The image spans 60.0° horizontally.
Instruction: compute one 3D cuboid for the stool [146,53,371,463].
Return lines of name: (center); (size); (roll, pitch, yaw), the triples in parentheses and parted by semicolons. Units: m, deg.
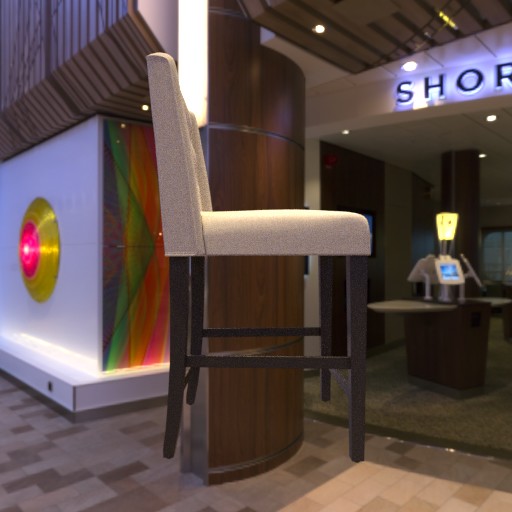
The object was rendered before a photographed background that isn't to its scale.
stool: (0.000, 0.000, 1.221); (0.509, 0.939, 0.474); (0, 0, -1)
